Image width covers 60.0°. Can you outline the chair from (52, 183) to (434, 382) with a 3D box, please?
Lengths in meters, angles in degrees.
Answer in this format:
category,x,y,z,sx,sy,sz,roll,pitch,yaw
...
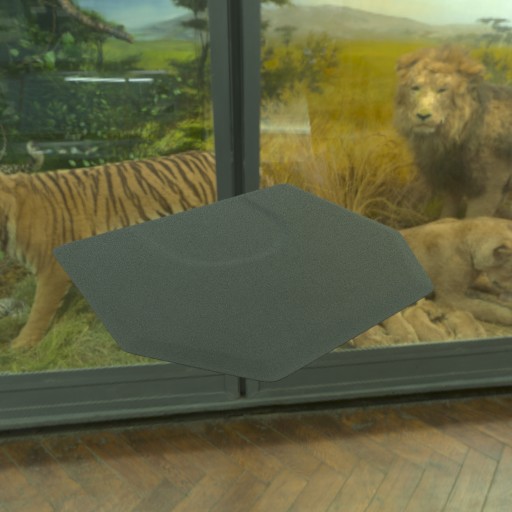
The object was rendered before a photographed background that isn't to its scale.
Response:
category,x,y,z,sx,sy,sz,roll,pitch,yaw
chair,0.000,0.000,1.889,1.372,0.024,1.219,-21,36,-31
